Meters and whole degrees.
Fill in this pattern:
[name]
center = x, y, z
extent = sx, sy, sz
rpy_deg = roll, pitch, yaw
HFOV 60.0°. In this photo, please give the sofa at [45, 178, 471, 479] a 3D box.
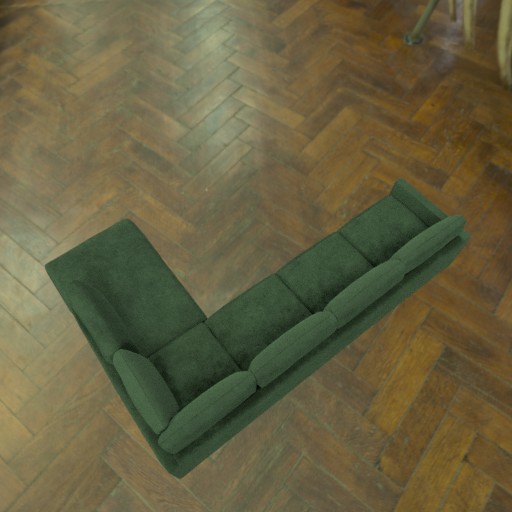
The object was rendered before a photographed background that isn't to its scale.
[sofa]
center = 0.000, 0.000, 3.151
extent = 2.486, 0.687, 1.707
rpy_deg = -33, 65, -18
